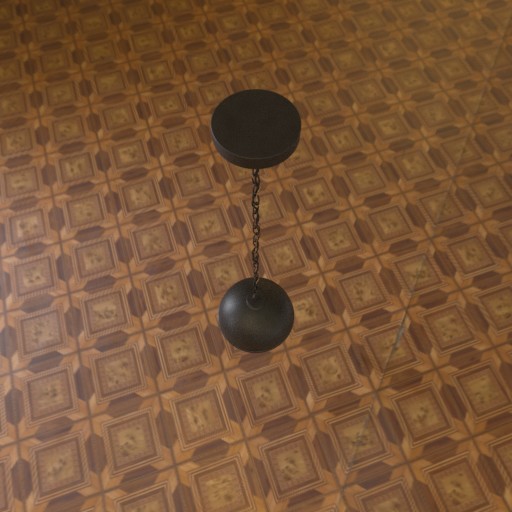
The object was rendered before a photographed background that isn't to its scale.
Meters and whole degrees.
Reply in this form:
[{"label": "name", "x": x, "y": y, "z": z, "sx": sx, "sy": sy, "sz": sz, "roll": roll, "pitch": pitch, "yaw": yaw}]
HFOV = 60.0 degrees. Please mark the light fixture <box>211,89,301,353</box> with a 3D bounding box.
[{"label": "light fixture", "x": 0.000, "y": 0.000, "z": 1.272, "sx": 0.304, "sy": 1.090, "sz": 0.304, "roll": 36, "pitch": 70, "yaw": 16}]
